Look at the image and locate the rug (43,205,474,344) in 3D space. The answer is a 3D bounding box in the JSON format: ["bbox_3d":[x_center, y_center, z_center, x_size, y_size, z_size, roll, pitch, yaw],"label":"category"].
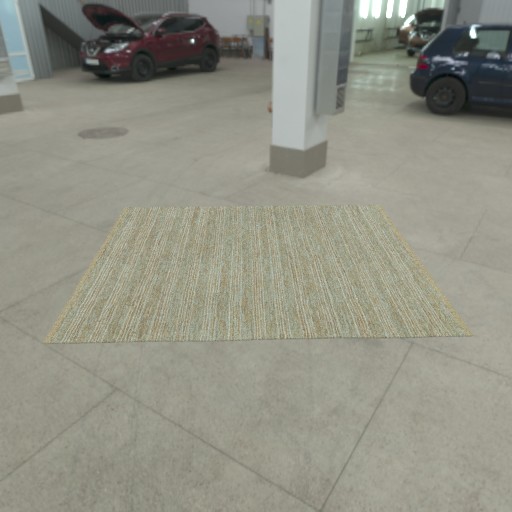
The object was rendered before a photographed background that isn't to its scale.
[{"bbox_3d":[0.000,0.000,4.194,3.034,0.012,2.471,-1,29,-1],"label":"rug"}]
